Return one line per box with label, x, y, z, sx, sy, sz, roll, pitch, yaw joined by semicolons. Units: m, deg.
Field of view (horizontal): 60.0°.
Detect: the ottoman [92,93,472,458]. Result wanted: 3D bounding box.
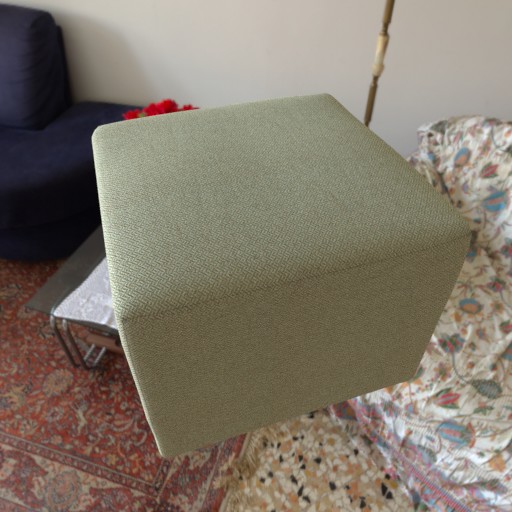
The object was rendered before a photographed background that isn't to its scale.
ottoman;0.000;0.000;0.874;0.521;0.453;0.512;-13;45;-13
